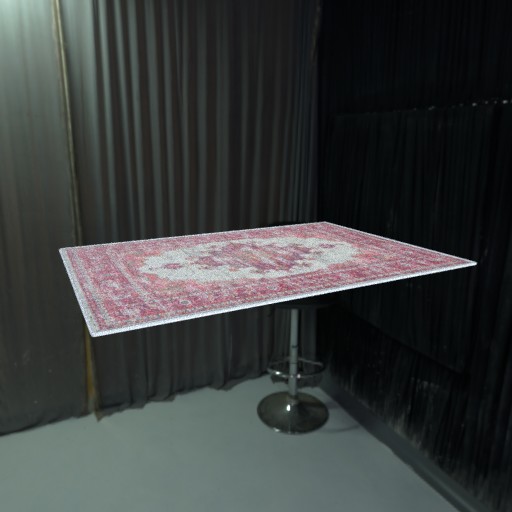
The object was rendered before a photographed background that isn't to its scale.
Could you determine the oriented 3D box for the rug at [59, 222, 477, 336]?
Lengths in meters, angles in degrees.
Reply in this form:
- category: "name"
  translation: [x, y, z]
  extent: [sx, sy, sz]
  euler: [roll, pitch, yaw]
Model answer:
- category: "rug"
  translation: [0.000, 0.000, 2.244]
  extent: [1.747, 0.011, 1.217]
  euler: [-8, 16, -27]
